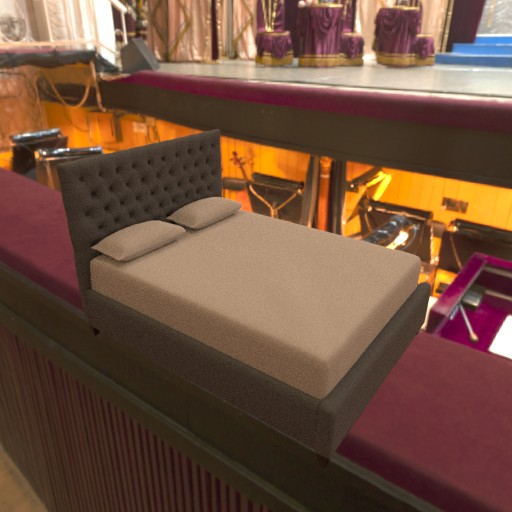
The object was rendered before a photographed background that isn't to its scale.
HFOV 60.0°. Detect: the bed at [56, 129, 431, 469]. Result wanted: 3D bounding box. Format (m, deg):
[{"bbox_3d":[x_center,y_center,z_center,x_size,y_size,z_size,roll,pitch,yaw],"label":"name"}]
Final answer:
[{"bbox_3d":[0.000,0.000,3.365,2.231,1.427,1.698,18,31,32],"label":"bed"}]
